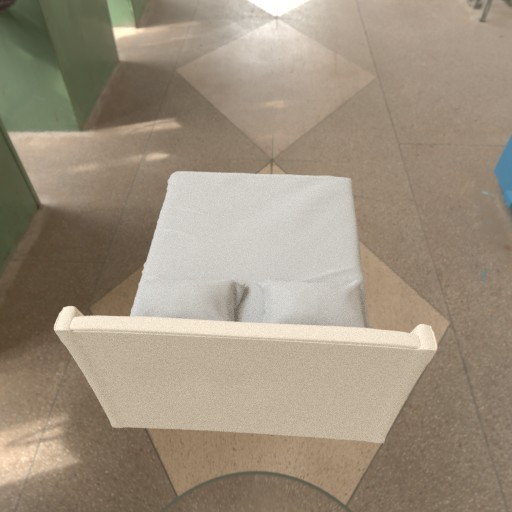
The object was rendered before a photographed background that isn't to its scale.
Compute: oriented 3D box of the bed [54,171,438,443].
[{"bbox_3d":[0.000,0.000,3.394,1.925,1.332,2.276,3,48,2],"label":"bed"}]
